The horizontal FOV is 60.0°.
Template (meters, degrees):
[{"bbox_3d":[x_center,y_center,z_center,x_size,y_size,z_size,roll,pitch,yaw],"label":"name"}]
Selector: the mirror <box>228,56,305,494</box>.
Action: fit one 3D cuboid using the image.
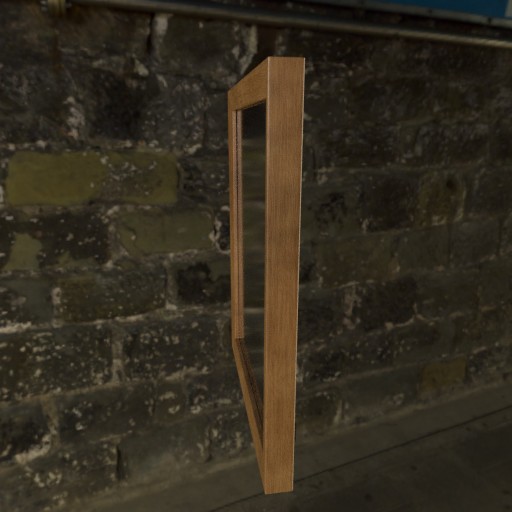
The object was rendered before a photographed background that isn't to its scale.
[{"bbox_3d":[0.000,0.000,0.683,0.041,0.508,0.405,-2,16,-9],"label":"mirror"}]
